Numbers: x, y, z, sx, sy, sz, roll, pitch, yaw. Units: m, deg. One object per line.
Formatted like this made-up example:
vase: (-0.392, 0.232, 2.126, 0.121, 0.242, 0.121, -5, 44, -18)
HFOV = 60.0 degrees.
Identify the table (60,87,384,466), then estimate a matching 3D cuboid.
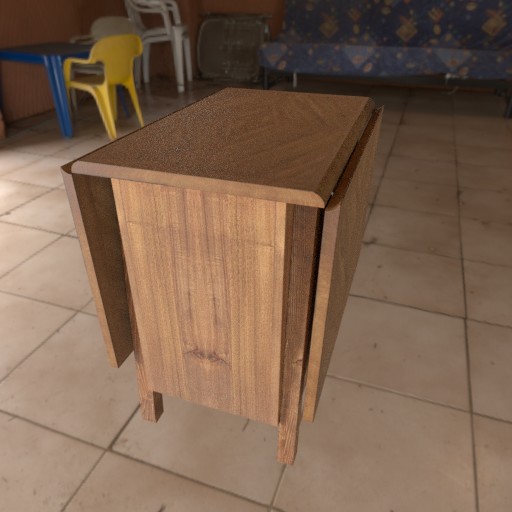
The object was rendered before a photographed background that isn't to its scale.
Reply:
table: (0.000, 0.000, 1.641, 0.701, 0.981, 0.967, 10, 33, 16)
